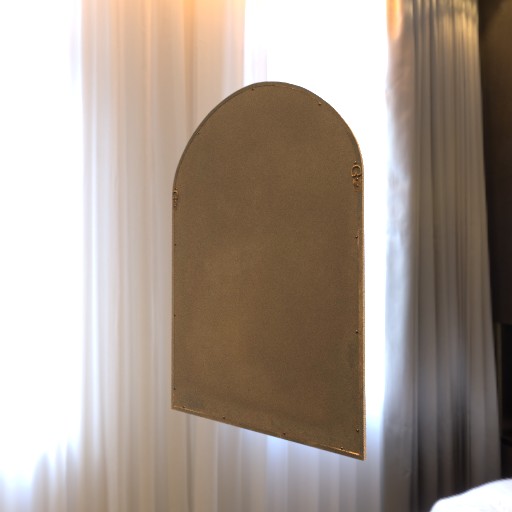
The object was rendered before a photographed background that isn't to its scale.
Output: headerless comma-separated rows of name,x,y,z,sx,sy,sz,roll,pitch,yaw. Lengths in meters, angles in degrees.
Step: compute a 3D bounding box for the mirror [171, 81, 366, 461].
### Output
mirror,0.000,0.000,1.180,0.609,0.915,0.032,-1,-2,36
